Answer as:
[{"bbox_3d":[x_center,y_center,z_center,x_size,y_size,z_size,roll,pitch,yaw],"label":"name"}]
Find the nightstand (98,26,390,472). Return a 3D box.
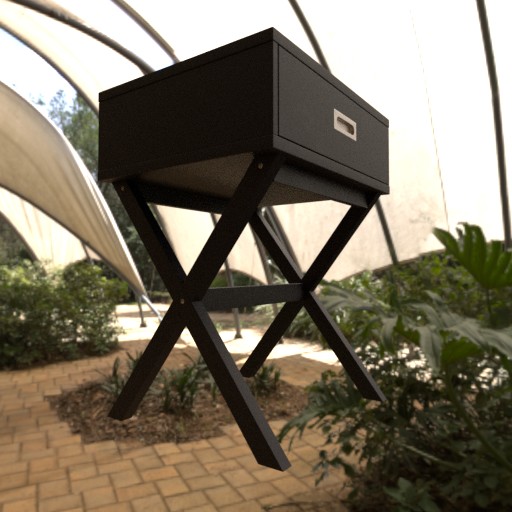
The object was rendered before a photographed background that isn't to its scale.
[{"bbox_3d":[0.000,0.000,0.919,0.402,0.623,0.479,-1,-2,36],"label":"nightstand"}]
